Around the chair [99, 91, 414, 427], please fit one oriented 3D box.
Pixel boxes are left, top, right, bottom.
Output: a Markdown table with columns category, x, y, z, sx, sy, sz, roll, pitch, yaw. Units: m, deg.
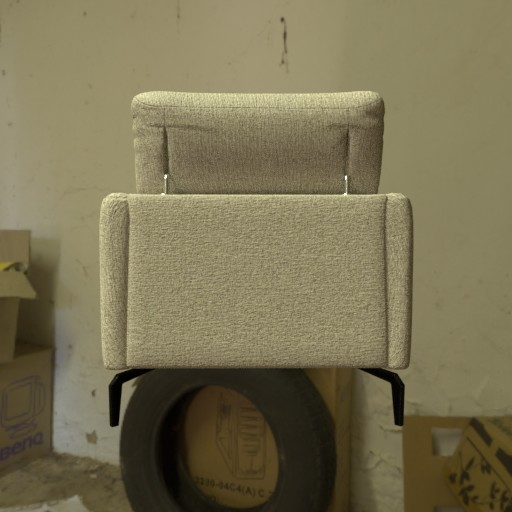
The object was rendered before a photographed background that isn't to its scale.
| category | x | y | z | sx | sy | sz | roll | pitch | yaw |
| --- | --- | --- | --- | --- | --- | --- | --- | --- | --- |
| chair | 0.000 | 0.000 | 1.663 | 0.972 | 0.967 | 0.835 | 0 | 0 | 0 |
